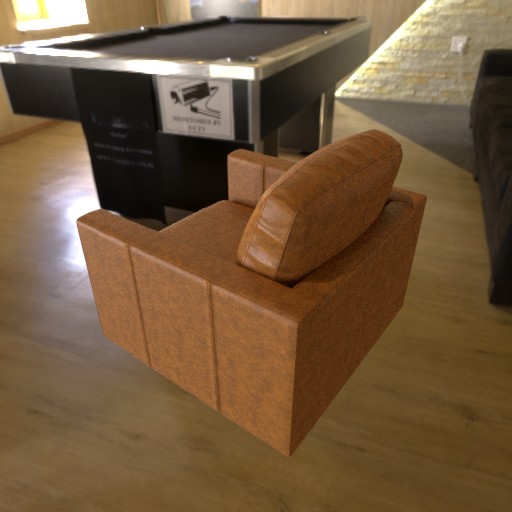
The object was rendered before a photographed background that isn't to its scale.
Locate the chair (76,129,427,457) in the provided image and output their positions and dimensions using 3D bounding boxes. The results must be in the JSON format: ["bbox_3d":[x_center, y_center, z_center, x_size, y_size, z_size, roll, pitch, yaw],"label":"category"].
[{"bbox_3d":[0.000,0.000,1.659,0.909,0.956,0.890,22,38,30],"label":"chair"}]
